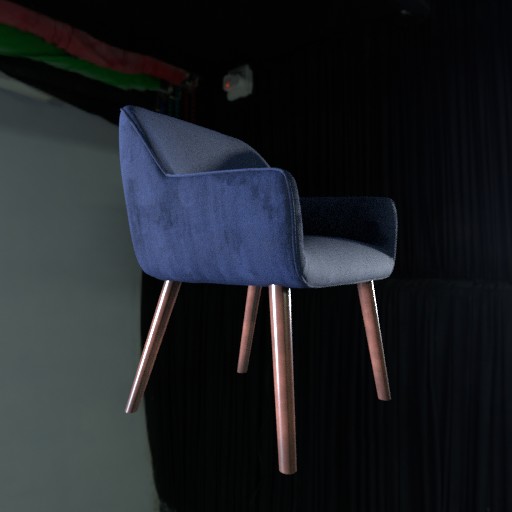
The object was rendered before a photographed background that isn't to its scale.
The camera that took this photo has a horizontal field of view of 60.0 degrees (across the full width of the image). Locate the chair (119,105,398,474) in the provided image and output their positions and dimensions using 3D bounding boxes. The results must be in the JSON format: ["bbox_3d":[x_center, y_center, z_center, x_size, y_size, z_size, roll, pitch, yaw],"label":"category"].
[{"bbox_3d":[0.000,0.000,1.220,0.600,0.820,0.600,0,1,37],"label":"chair"}]
